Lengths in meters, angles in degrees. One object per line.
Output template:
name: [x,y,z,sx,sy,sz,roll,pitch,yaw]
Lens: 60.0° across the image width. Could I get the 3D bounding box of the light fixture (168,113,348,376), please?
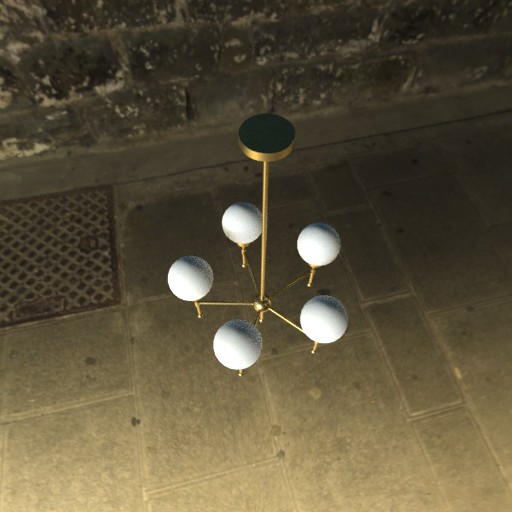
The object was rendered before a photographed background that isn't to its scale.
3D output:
light fixture: [0.000,0.000,1.818,0.785,1.331,0.815,1,59,0]
